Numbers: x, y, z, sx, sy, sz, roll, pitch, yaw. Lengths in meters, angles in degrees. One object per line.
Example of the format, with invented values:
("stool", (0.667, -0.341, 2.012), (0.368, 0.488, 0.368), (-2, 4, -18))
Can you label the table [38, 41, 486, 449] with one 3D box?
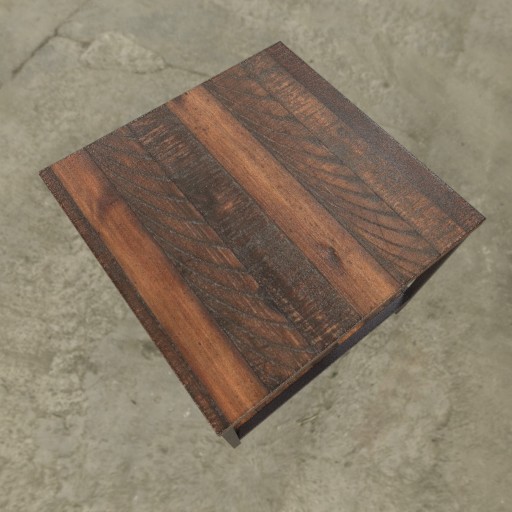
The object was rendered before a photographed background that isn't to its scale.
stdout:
("table", (0.000, 0.000, 0.979), (0.553, 0.482, 0.548), (-35, 69, -16))
